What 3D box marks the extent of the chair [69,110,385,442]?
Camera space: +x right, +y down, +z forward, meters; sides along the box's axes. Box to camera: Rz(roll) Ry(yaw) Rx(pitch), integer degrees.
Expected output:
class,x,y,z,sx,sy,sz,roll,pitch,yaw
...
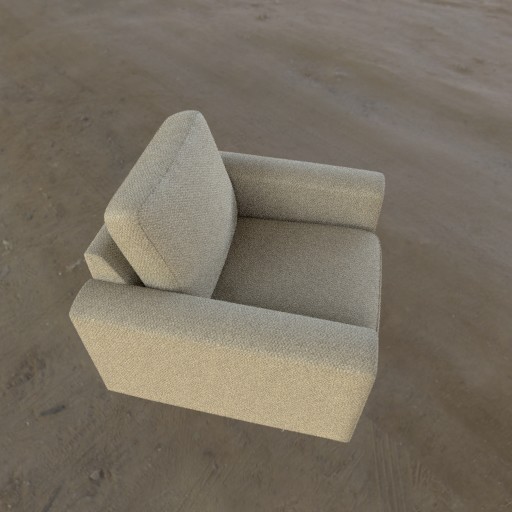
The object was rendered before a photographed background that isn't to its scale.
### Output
class,x,y,z,sx,sy,sz,roll,pitch,yaw
chair,0.000,0.000,1.761,1.016,0.873,1.005,9,48,8
